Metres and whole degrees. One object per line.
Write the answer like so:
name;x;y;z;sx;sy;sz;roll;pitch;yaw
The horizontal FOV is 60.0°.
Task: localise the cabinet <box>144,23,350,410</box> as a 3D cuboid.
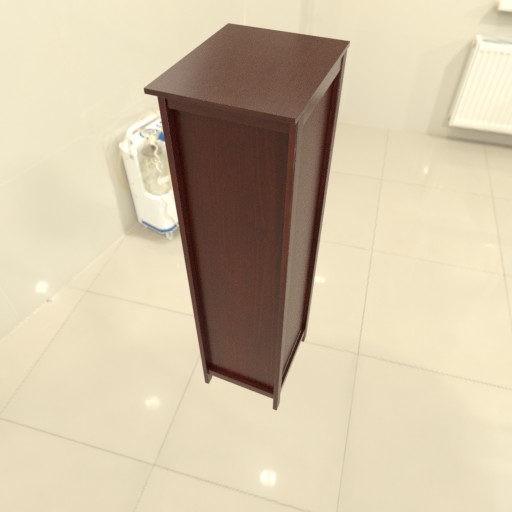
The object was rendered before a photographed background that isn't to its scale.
cabinet;0.000;0.000;1.755;0.401;1.518;0.500;17;48;15
